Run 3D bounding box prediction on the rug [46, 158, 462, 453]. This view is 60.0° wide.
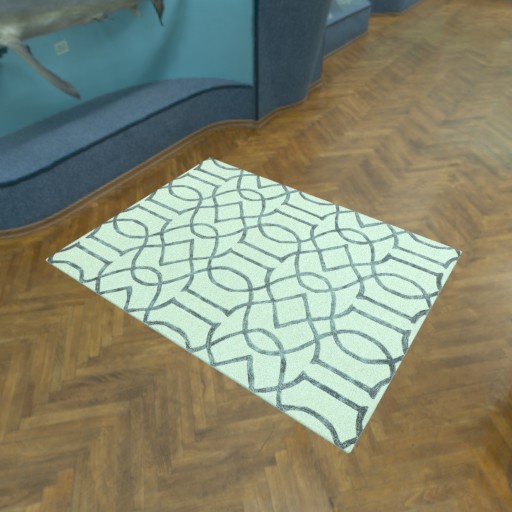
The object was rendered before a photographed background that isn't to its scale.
[{"bbox_3d":[0.000,0.000,3.878,2.910,0.021,2.211,25,47,26],"label":"rug"}]
